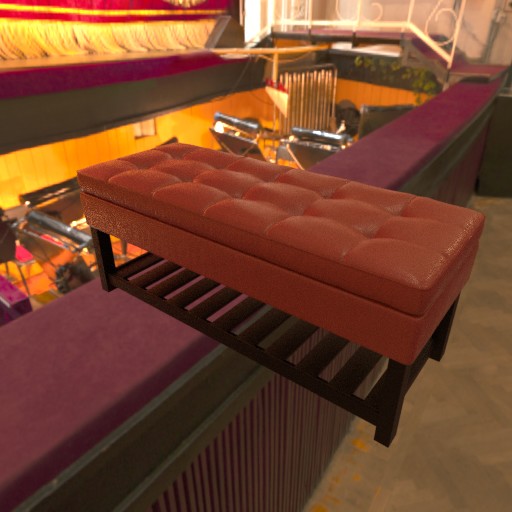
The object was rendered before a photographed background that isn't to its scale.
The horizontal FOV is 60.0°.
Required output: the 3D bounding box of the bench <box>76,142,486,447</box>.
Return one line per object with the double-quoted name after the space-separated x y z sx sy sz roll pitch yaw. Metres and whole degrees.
0.000 0.000 1.325 1.105 0.460 0.432 21 35 32 "bench"
